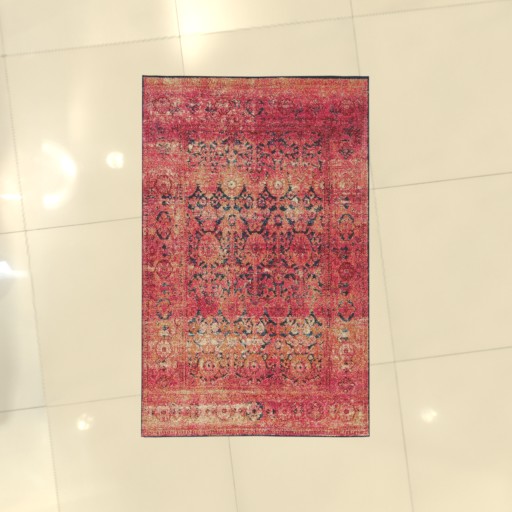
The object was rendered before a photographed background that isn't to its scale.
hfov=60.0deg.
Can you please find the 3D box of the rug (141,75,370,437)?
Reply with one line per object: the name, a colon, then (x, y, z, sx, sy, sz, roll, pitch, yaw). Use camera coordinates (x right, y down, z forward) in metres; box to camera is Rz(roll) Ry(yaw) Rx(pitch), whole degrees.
rug: (0.000, 0.000, 2.988, 1.539, 0.018, 2.449, 0, 90, -1)
